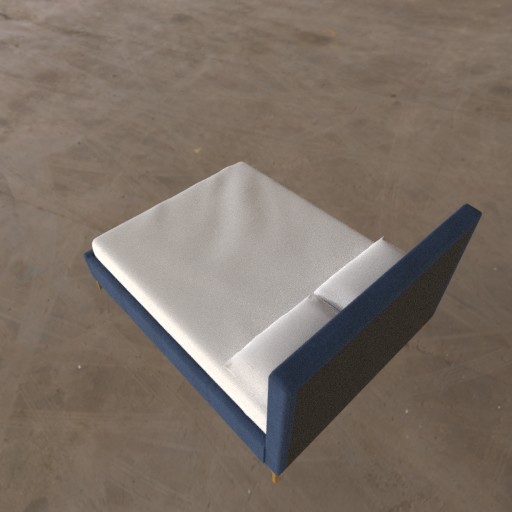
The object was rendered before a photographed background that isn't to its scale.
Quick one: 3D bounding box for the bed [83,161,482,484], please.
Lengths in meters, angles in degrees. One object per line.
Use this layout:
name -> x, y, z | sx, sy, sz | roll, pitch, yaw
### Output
bed -> 0.000, 0.000, 3.219 | 1.723, 1.231, 2.172 | -34, 55, -28
